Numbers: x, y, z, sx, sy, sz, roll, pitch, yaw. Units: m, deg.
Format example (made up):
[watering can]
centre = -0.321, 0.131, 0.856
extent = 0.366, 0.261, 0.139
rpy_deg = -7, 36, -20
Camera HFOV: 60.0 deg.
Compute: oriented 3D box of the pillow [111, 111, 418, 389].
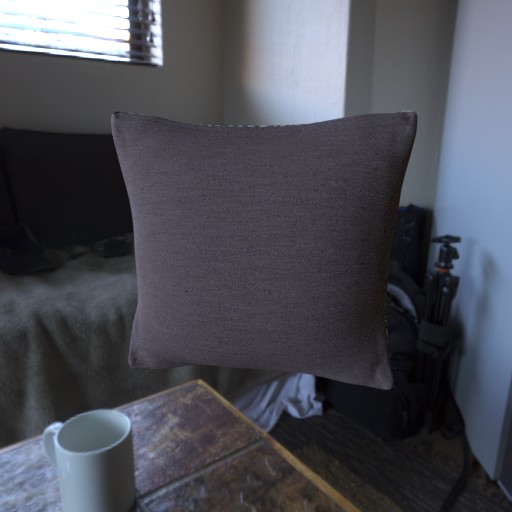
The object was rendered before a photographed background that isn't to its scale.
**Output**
[pillow]
centre = 0.000, 0.000, 0.669
extent = 0.436, 0.417, 0.148
rpy_deg = 2, 16, 8
